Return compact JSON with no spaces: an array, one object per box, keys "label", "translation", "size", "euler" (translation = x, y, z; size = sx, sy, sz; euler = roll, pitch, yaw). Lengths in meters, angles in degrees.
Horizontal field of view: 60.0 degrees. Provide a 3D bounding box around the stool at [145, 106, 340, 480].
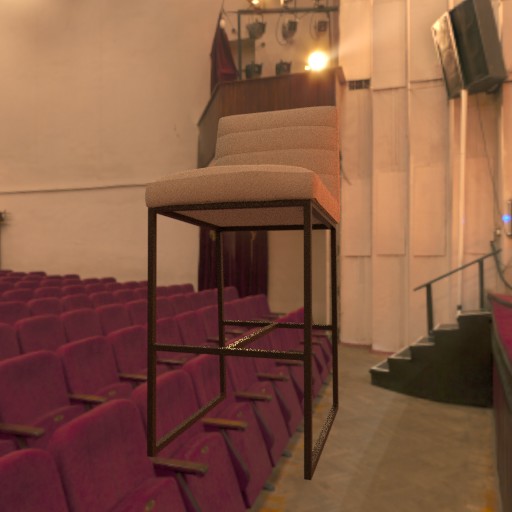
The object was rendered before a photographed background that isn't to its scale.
[{"label":"stool","translation":[0.000,0.000,1.363],"size":[0.464,1.061,0.573],"euler":[0,-1,17]}]
